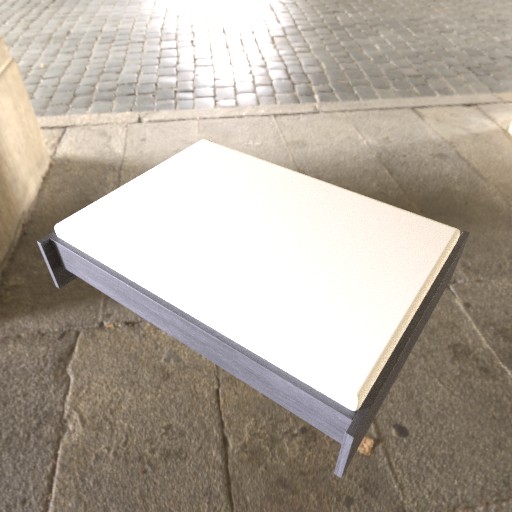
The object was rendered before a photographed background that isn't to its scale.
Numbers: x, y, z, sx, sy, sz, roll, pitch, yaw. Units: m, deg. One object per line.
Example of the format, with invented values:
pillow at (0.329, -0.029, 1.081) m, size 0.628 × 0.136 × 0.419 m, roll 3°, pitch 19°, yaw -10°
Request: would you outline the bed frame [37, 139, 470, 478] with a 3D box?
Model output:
bed frame at (0.000, 0.000, 2.605) m, size 1.950 × 0.432 × 1.490 m, roll 25°, pitch 47°, yaw 26°
